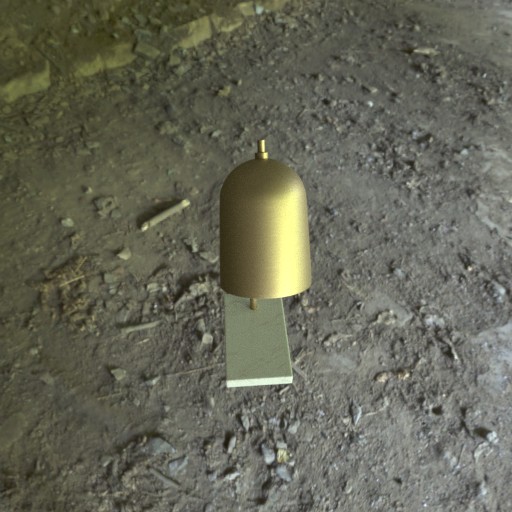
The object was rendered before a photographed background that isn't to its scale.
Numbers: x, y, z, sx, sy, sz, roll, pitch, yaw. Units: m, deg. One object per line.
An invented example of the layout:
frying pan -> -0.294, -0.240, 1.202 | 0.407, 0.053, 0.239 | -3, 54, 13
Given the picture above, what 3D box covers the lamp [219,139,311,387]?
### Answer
lamp -> 0.000, 0.000, 0.825 | 0.144, 0.603, 0.471 | -3, 47, -3
